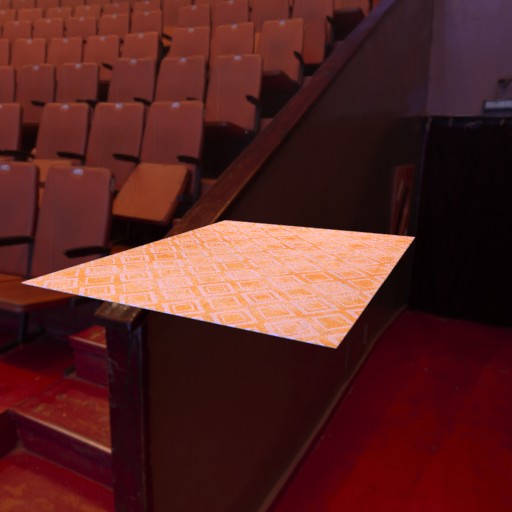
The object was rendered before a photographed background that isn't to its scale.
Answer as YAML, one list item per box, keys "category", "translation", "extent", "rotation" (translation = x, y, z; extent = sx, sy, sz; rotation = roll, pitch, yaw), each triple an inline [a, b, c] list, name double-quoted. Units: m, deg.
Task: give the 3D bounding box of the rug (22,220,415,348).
- category: "rug"
  translation: [0.000, 0.000, 4.117]
  extent: [2.433, 0.011, 3.037]
  rotation: [7, 16, 26]
